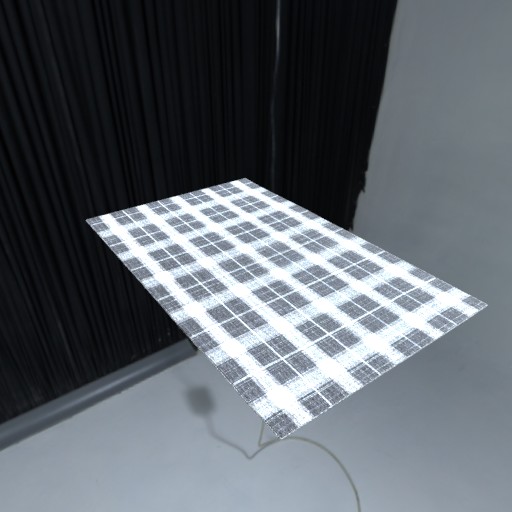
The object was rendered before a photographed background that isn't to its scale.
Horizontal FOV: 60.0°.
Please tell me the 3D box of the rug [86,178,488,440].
[{"bbox_3d":[0.000,0.000,2.989,1.520,0.015,2.434,-21,37,-30],"label":"rug"}]
